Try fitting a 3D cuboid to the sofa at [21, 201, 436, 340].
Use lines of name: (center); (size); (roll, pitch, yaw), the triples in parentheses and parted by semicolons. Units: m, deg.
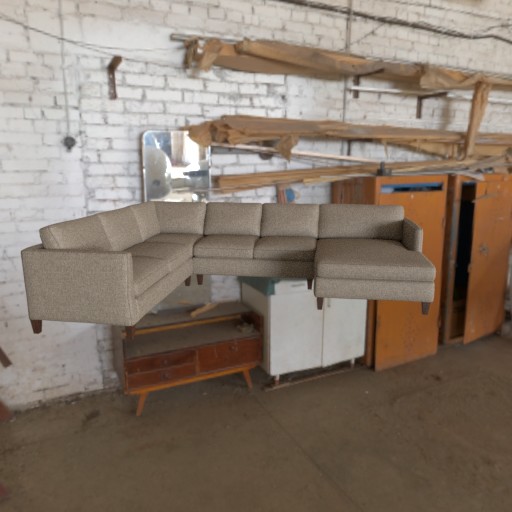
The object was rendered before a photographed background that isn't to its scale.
sofa: (0.000, 0.000, 4.478); (3.403, 0.889, 2.551); (2, 13, 8)
